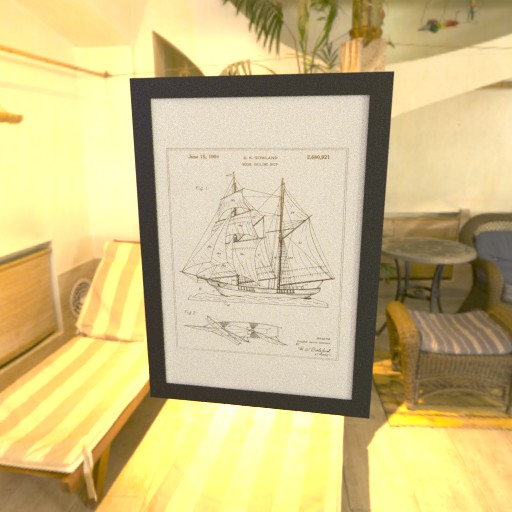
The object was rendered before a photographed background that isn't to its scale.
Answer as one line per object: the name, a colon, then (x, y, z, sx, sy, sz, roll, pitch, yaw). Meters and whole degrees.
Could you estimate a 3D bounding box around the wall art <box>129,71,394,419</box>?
wall art: (0.000, 0.000, 0.700, 0.381, 0.534, 0.013, 2, 15, 9)
